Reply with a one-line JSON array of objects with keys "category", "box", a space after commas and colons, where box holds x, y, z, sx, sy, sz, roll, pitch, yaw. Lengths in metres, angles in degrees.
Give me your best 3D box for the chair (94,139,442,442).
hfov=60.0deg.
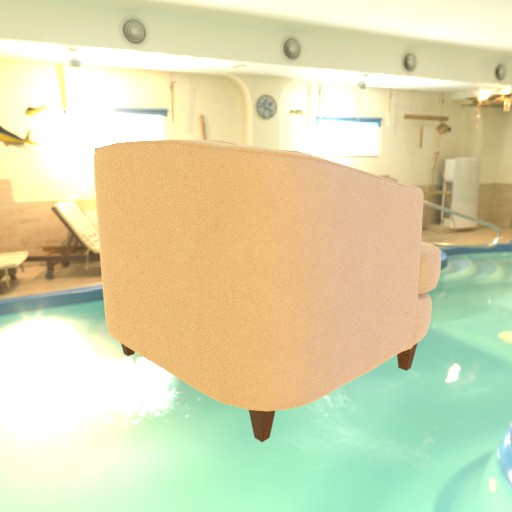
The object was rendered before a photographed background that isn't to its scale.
[{"category": "chair", "box": [0.000, 0.000, 1.713, 0.941, 0.852, 1.104, -13, 18, -43]}]
